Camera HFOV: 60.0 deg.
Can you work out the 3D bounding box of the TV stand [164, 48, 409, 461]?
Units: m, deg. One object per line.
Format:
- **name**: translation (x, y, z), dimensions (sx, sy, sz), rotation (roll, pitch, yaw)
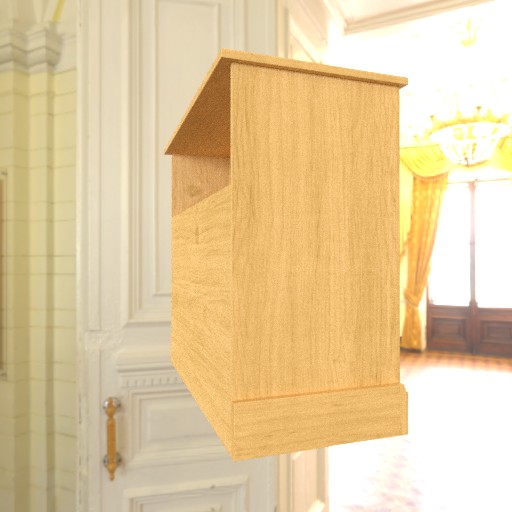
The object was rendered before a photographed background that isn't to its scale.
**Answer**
- **TV stand**: translation (0.000, 0.000, 1.311), dimensions (0.430, 0.787, 0.851), rotation (0, 0, -19)
